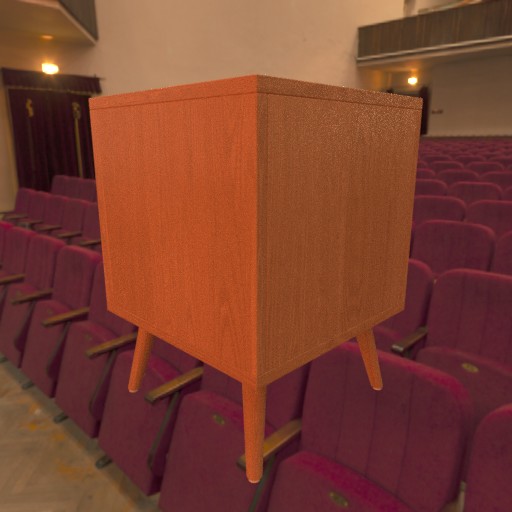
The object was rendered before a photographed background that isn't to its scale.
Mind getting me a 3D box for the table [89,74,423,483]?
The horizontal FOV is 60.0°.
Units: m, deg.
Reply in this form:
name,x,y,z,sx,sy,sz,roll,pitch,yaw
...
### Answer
name,x,y,z,sx,sy,sz,roll,pitch,yaw
table,0.000,0.000,0.818,0.400,0.550,0.400,14,20,43
